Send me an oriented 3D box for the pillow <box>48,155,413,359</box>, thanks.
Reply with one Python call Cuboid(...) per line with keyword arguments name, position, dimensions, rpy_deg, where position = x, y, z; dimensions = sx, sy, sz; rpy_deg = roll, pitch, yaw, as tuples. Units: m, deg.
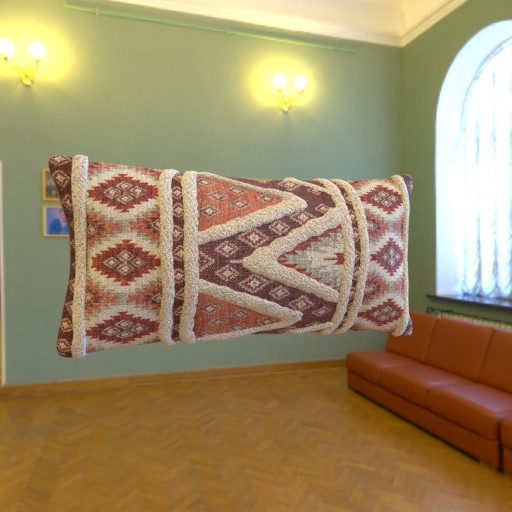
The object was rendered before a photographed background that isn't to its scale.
Cuboid(name="pillow", position=(0.000, 0.000, 0.712), dimensions=(0.608, 0.295, 0.161), rpy_deg=(0, 1, -19))
